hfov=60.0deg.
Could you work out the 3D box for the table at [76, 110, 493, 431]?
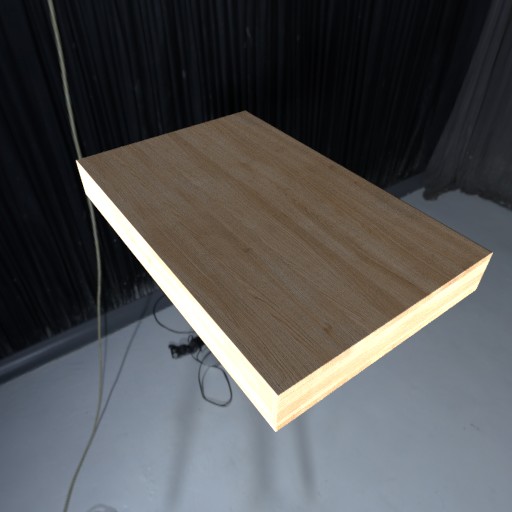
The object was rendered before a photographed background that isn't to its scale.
[{"bbox_3d":[0.000,0.000,1.457,0.700,0.440,1.100,-25,47,-26],"label":"table"}]
